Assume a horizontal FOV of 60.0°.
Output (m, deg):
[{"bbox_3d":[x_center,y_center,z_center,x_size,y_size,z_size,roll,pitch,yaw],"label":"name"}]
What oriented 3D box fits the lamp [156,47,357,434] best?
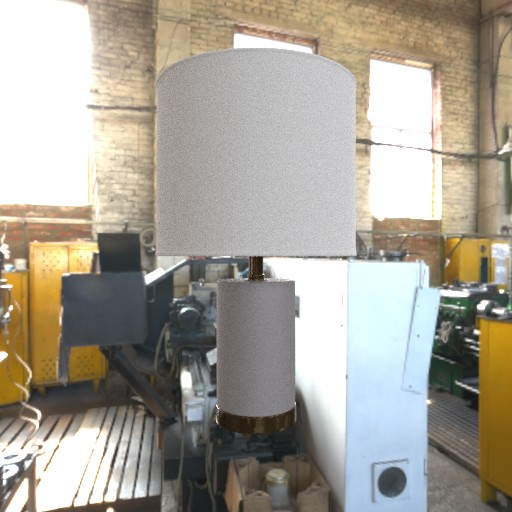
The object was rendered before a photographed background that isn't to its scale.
[{"bbox_3d":[0.000,0.000,0.517,0.229,0.380,0.229,0,0,0],"label":"lamp"}]
